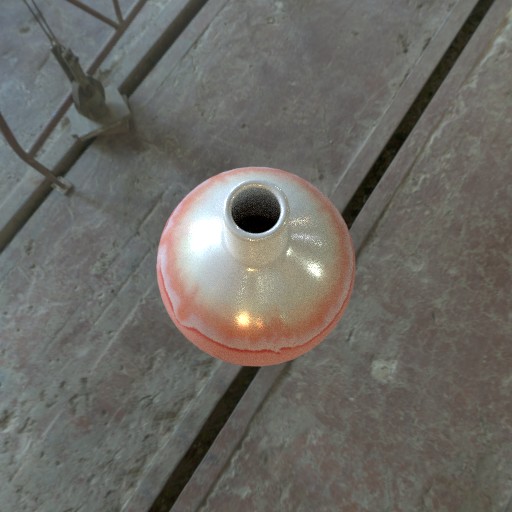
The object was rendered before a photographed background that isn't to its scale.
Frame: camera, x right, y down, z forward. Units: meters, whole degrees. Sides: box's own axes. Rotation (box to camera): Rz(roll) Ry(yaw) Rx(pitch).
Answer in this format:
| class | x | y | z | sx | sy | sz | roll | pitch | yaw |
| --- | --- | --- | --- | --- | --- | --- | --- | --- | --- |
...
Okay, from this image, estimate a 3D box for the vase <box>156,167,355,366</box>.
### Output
| class | x | y | z | sx | sy | sz | roll | pitch | yaw |
| --- | --- | --- | --- | --- | --- | --- | --- | --- | --- |
| vase | 0.000 | 0.000 | 0.282 | 0.137 | 0.176 | 0.137 | 0 | 76 | 0 |
